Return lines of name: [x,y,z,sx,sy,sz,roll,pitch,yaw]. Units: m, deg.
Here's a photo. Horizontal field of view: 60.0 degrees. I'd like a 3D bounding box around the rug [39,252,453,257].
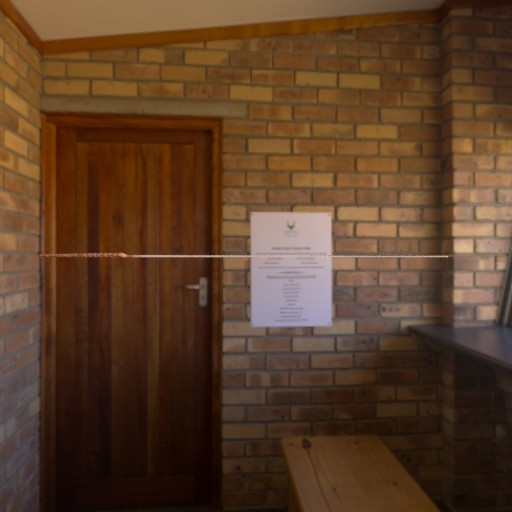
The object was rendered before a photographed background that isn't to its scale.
rug: [0.000,0.000,2.559,2.092,0.017,1.232,0,0,-37]
